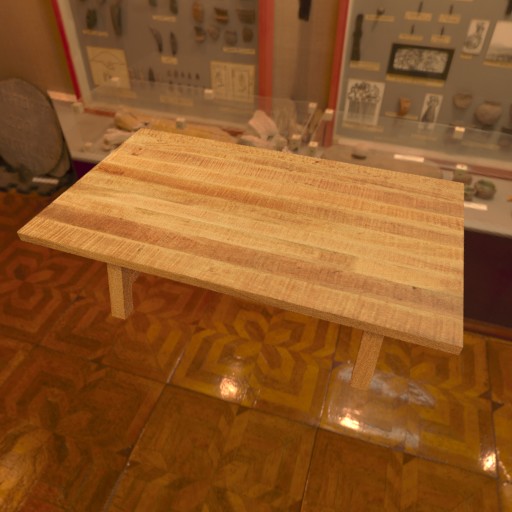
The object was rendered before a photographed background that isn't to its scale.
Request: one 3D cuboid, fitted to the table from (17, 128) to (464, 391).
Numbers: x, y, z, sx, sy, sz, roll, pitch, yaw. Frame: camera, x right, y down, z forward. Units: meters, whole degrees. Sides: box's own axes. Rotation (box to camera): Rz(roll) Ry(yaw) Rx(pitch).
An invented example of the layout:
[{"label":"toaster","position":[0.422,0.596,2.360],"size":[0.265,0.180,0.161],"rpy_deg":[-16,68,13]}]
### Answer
[{"label":"table","position":[0.000,0.000,1.643],"size":[1.320,0.455,0.760],"rpy_deg":[13,44,14]}]
